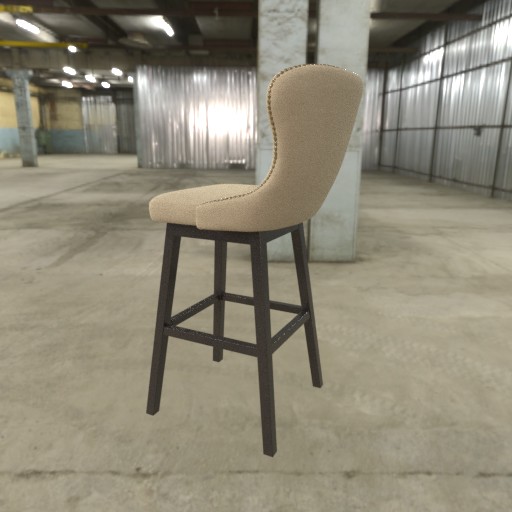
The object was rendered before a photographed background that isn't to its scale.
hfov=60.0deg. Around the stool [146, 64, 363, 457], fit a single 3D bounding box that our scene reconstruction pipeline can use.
[{"bbox_3d":[0.000,0.000,1.421,0.605,1.066,0.528,7,16,26],"label":"stool"}]
